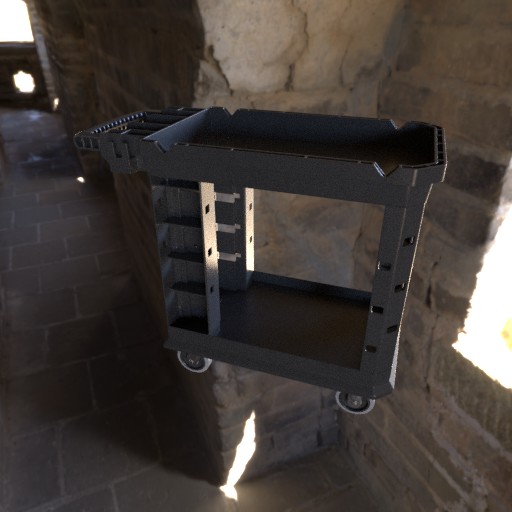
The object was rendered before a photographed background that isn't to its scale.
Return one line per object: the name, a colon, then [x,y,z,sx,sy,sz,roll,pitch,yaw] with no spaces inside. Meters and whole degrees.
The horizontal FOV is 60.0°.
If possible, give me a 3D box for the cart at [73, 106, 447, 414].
cart: [0.000,0.000,1.543,1.061,0.884,0.497,10,31,17]
